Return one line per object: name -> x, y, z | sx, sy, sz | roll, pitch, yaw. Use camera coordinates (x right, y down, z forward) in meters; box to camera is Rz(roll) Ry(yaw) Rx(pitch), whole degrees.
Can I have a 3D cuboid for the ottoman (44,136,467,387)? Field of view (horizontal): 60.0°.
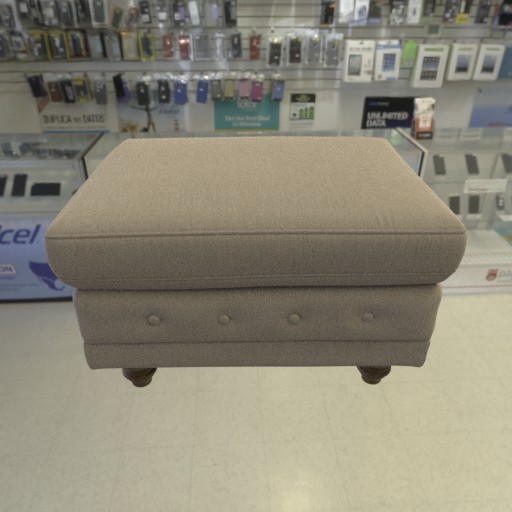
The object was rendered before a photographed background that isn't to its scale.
ottoman -> 0.000, 0.000, 1.111 | 0.771, 0.500, 0.569 | 0, 31, -1
